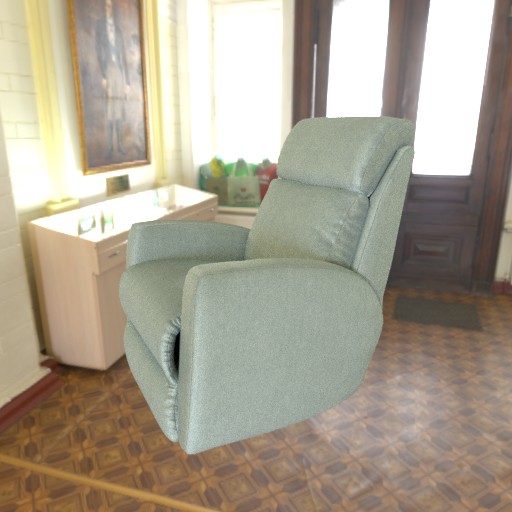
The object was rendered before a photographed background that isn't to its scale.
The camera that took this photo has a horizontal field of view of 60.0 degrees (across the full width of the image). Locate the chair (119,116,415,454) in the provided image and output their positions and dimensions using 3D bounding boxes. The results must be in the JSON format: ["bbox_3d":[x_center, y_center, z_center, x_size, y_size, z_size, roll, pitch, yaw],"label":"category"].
[{"bbox_3d":[0.000,0.000,1.675,0.940,1.013,0.812,-9,18,-27],"label":"chair"}]
